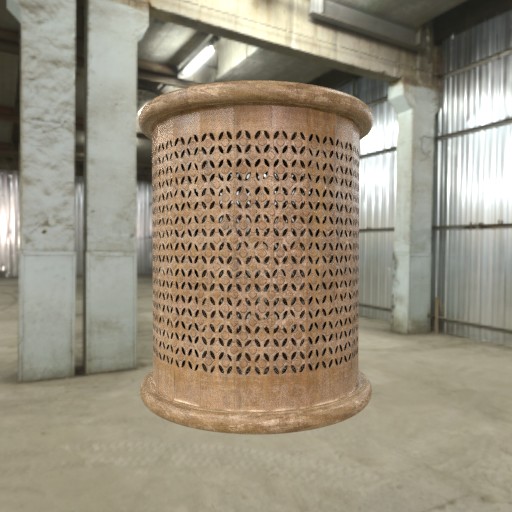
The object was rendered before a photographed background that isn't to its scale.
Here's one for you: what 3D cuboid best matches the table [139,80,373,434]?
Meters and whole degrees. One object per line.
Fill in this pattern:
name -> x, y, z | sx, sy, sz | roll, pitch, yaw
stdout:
table -> 0.000, 0.000, 0.799 | 0.407, 0.482, 0.407 | 0, 1, 0
